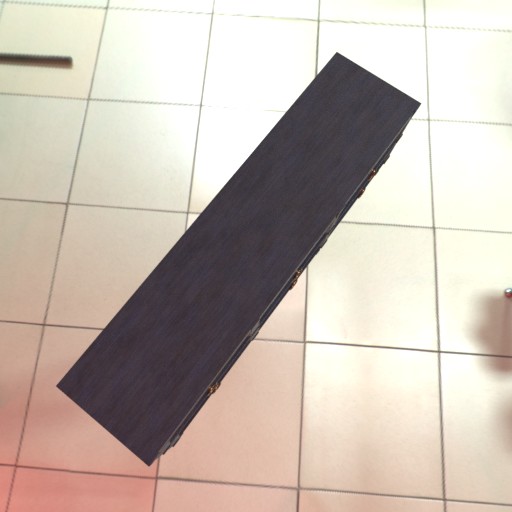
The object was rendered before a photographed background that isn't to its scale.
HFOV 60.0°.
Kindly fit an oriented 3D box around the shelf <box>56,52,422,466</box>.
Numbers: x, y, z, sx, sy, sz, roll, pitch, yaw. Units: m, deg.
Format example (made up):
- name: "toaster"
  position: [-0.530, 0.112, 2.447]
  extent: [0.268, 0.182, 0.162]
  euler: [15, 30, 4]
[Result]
- name: "shelf"
  position: [0.000, 0.000, 2.175]
  extent: [0.471, 0.715, 1.878]
  euler: [36, 77, 9]
